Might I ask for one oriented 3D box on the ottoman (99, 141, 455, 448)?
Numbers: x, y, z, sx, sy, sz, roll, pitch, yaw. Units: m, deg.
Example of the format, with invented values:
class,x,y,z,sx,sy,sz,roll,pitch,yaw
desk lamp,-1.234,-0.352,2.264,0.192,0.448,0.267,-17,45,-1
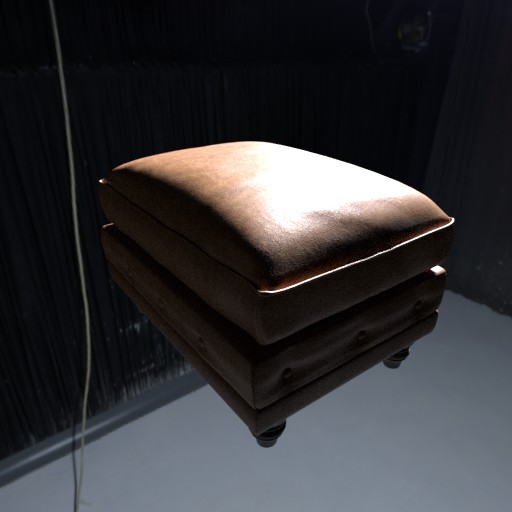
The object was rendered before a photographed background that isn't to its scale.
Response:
class,x,y,z,sx,sy,sz,roll,pitch,yaw
ottoman,0.000,0.000,1.083,0.533,0.480,0.710,-18,32,-32
